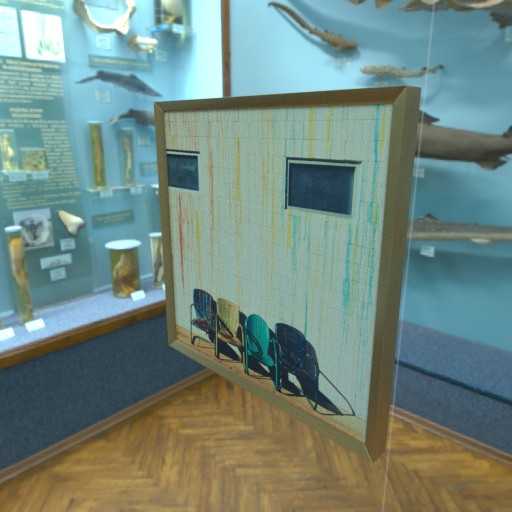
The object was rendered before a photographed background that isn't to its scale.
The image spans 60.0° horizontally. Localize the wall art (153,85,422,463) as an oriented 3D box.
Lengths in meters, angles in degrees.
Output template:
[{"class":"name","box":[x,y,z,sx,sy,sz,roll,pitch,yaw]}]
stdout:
[{"class":"wall art","box":[0.000,0.000,0.743,0.505,0.505,0.037,16,22,43]}]
